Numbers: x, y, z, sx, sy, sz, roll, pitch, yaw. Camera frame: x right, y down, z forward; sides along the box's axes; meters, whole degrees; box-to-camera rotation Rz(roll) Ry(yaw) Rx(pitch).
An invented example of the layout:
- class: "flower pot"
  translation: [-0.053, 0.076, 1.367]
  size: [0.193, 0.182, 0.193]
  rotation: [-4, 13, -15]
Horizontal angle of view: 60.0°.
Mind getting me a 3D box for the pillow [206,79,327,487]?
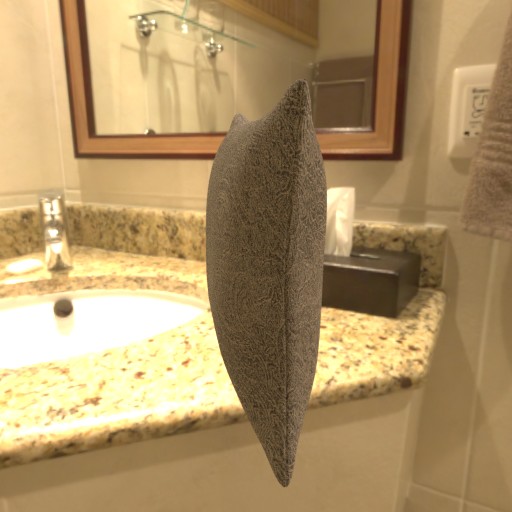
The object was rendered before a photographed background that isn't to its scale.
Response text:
- class: "pillow"
  translation: [0.000, 0.000, 0.775]
  size: [0.166, 0.510, 0.523]
  rotation: [-2, 14, -10]
